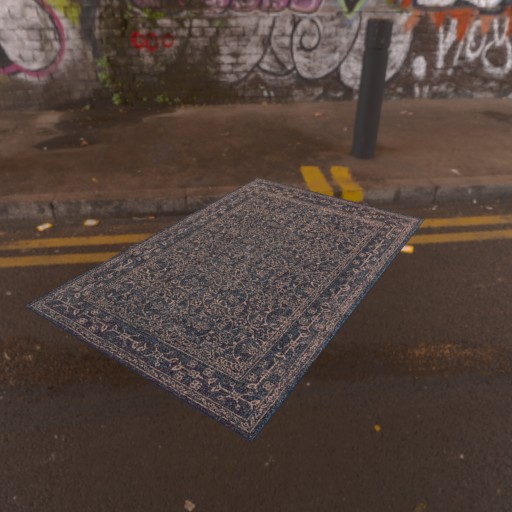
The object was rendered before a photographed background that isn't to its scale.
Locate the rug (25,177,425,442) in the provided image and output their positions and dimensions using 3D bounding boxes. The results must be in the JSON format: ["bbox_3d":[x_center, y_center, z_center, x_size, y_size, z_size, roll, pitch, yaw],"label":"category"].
[{"bbox_3d":[0.000,0.000,2.281,1.200,0.005,1.819,19,36,29],"label":"rug"}]
